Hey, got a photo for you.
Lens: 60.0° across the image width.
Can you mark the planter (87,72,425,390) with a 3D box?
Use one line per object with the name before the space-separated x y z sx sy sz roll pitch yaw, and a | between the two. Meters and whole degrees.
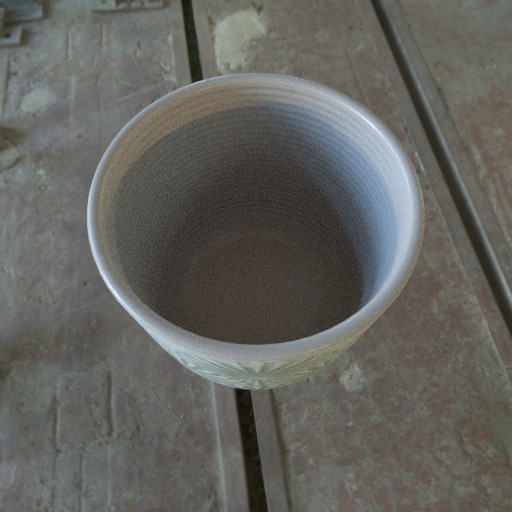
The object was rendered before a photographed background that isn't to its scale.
planter | 0.000 0.000 0.212 0.124 0.109 0.124 0 64 0
